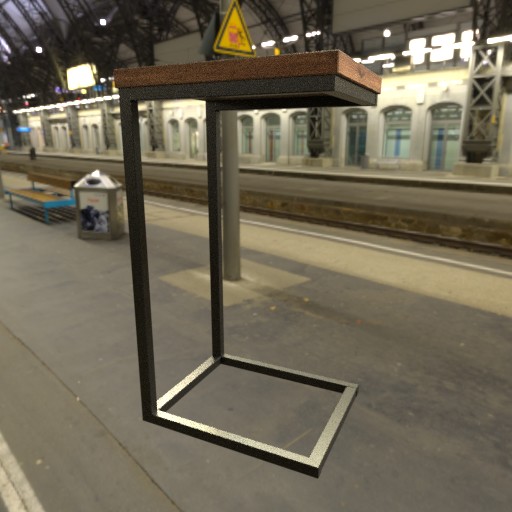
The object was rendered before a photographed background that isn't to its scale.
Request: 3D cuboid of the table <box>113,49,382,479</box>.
[{"bbox_3d":[0.000,0.000,0.935,0.414,0.718,0.323,7,16,25],"label":"table"}]
